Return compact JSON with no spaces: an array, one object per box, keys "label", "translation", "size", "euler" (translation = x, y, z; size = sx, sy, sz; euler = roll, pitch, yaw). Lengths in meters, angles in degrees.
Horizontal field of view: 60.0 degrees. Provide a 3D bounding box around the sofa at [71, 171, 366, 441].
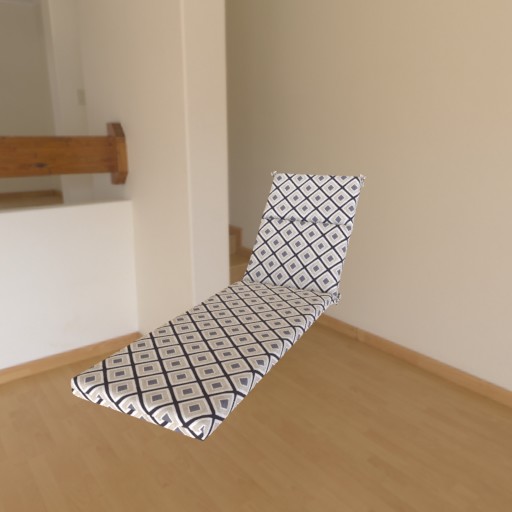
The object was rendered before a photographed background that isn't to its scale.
[{"label":"sofa","translation":[0.000,0.000,1.960],"size":[0.582,0.622,1.663],"euler":[7,17,26]}]
